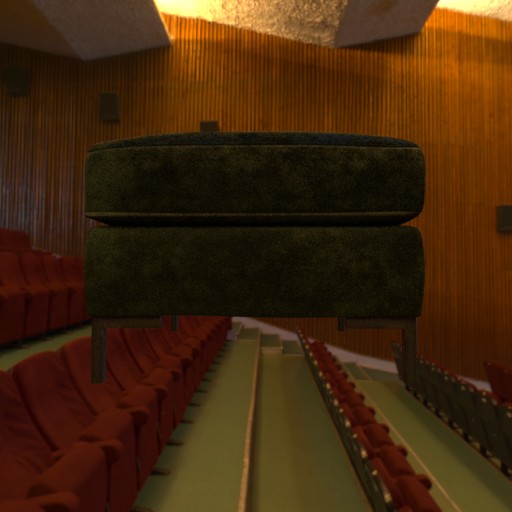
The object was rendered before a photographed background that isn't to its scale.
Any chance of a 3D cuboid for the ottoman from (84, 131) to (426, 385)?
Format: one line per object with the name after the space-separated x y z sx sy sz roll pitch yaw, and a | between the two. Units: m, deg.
0.000 0.000 1.292 0.701 0.538 0.839 0 -2 1 | ottoman
